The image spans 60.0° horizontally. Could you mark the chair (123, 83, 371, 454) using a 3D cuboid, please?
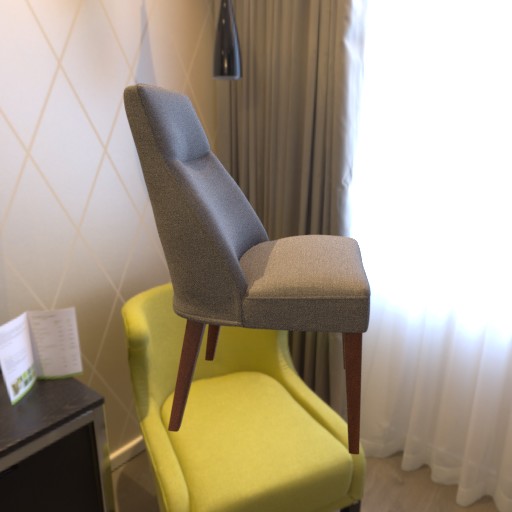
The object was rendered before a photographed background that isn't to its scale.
[{"bbox_3d":[0.000,0.000,1.289,0.620,0.930,0.500,3,17,9],"label":"chair"}]
